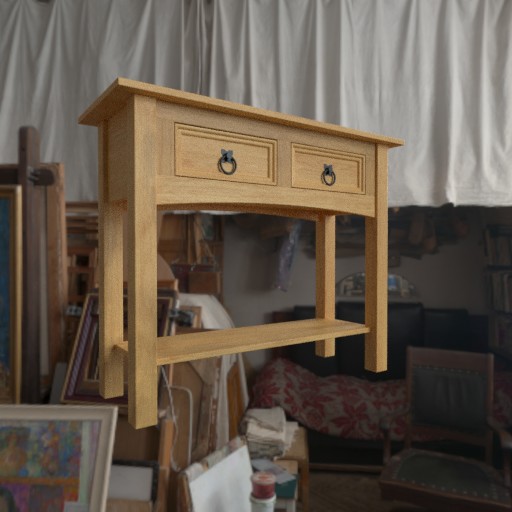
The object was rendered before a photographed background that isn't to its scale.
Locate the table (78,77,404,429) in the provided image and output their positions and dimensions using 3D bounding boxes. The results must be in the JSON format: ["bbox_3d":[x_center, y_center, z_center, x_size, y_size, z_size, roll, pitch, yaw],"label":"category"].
[{"bbox_3d":[0.000,0.000,1.284,0.900,0.728,0.340,-1,1,-34],"label":"table"}]
